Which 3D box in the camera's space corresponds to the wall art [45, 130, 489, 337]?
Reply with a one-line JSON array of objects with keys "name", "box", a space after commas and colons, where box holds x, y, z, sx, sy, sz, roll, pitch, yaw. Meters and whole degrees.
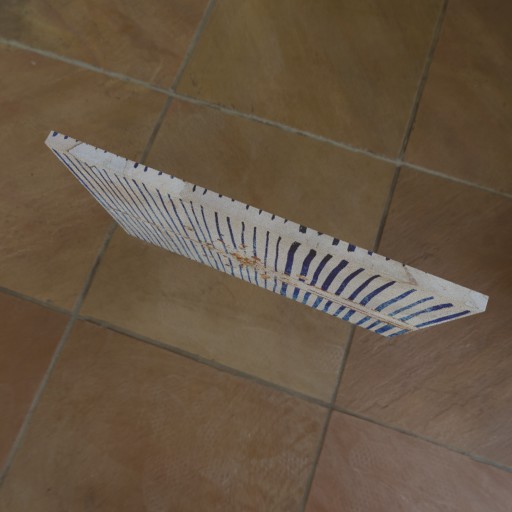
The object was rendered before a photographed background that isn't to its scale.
[{"name": "wall art", "box": [0.000, 0.000, 1.438, 1.143, 0.757, 0.038, 21, 76, 6]}]
